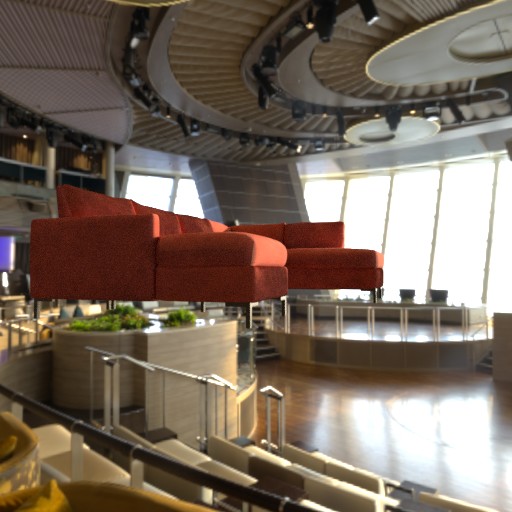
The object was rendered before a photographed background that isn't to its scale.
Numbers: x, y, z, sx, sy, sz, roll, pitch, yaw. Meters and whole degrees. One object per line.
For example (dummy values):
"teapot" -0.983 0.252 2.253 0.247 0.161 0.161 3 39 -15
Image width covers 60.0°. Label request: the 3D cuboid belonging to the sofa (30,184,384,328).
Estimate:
"sofa" 0.000 0.000 3.823 1.981 0.858 2.971 -1 -2 19
